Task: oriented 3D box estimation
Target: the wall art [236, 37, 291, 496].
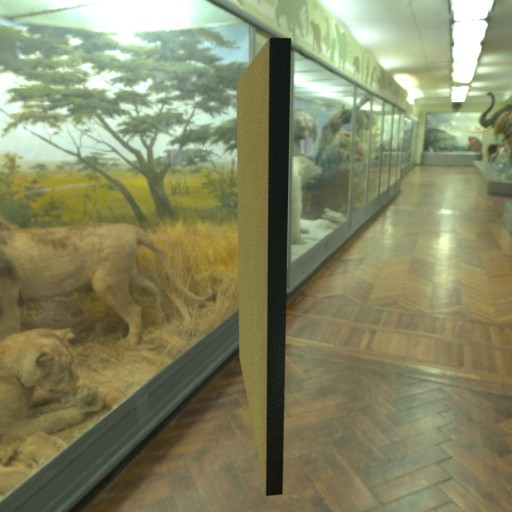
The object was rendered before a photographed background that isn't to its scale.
[{"bbox_3d":[0.000,0.000,0.573,0.019,0.455,0.314,-2,15,-7],"label":"wall art"}]
